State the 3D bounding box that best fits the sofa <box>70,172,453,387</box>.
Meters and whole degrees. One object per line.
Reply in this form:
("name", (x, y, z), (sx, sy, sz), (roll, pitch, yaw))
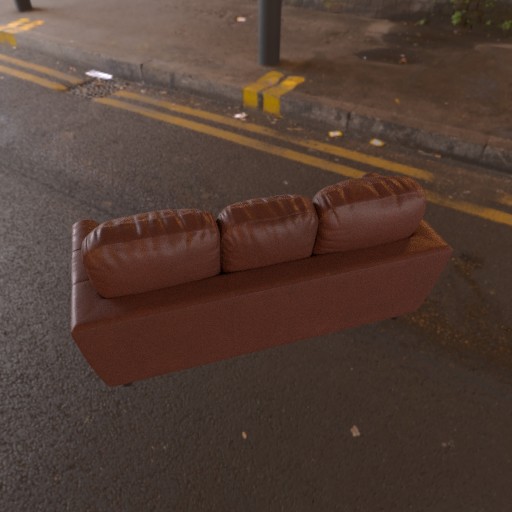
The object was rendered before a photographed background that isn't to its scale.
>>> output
("sofa", (0.000, 0.000, 2.403), (1.862, 0.915, 0.802), (-11, 42, -13))
